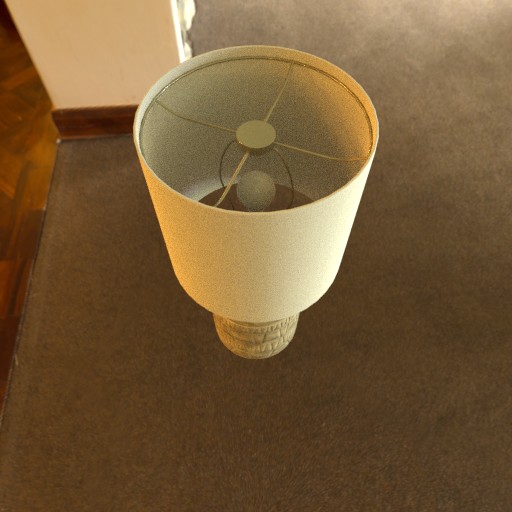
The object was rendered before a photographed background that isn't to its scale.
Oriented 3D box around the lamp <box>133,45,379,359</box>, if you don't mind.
[{"bbox_3d":[0.000,0.000,0.577,0.211,0.455,0.211,31,63,18],"label":"lamp"}]
